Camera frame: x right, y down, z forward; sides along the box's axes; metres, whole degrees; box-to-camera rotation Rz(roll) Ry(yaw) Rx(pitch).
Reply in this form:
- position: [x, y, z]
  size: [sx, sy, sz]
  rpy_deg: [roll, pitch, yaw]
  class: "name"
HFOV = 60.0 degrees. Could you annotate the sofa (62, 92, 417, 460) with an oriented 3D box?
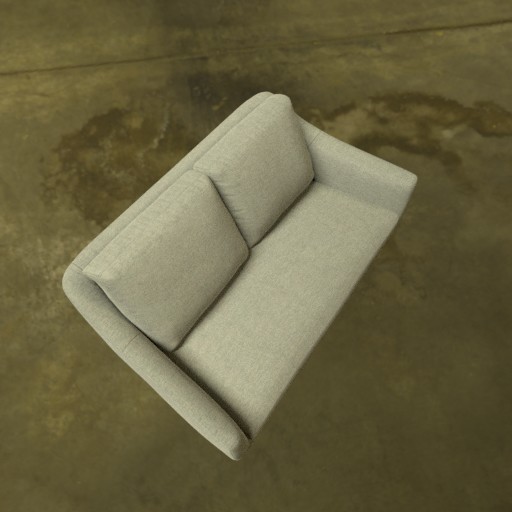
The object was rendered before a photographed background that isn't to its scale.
- position: [0.000, 0.000, 2.204]
  size: [0.960, 0.904, 1.619]
  rpy_deg: [31, 63, 18]
  class: "sofa"
